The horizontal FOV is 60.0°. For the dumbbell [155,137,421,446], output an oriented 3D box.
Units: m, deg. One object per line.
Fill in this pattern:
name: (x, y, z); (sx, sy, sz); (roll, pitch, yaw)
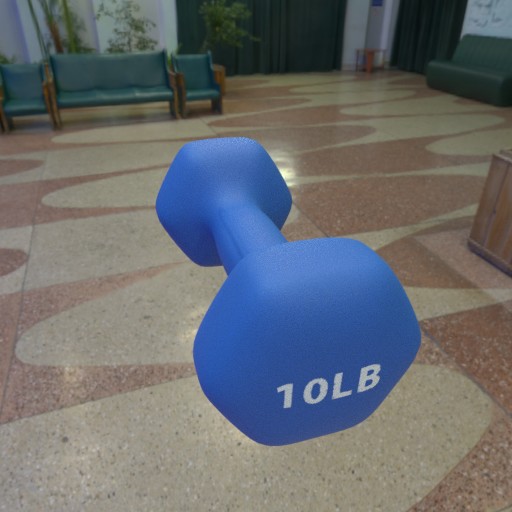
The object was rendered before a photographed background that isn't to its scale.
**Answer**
dumbbell: (0.000, 0.000, 0.263); (0.103, 0.093, 0.212); (-8, 31, -14)
